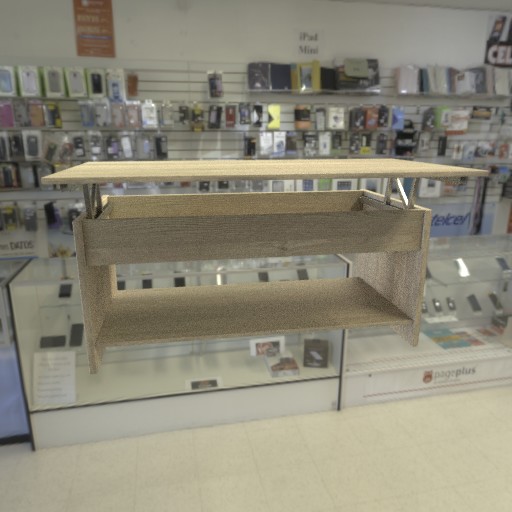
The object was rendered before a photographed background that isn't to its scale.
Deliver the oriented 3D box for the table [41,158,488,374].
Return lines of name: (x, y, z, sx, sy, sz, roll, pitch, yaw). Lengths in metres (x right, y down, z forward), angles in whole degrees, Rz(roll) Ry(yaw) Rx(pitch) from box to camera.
table: (0.000, 0.000, 1.387, 1.000, 0.570, 0.712, -3, 16, -9)
